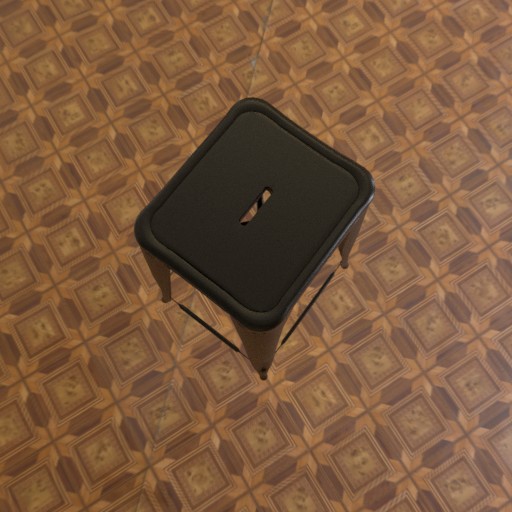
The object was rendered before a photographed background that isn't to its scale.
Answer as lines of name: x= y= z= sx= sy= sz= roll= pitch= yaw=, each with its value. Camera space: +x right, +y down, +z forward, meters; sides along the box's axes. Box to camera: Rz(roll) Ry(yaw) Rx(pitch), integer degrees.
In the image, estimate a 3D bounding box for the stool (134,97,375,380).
stool: x=0.000 y=0.000 z=0.929 sx=0.423 sy=0.609 sz=0.455 roll=25 pitch=78 yaw=6
